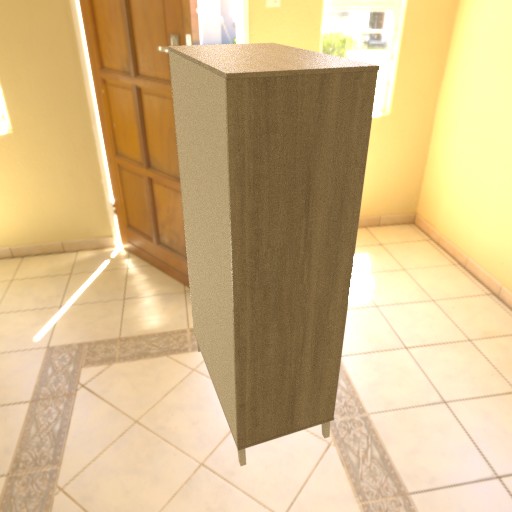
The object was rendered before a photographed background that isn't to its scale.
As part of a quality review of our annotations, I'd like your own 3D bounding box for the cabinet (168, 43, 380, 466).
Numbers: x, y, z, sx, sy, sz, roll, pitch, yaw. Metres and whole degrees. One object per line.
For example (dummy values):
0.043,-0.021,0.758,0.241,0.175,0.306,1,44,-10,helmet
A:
0.000,0.000,2.400,0.571,1.999,1.006,-10,32,-17,cabinet
